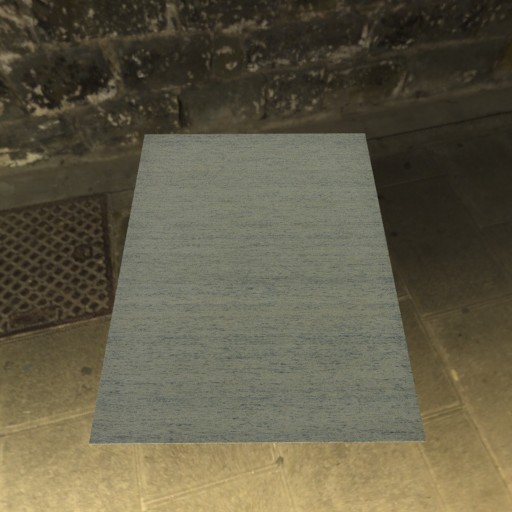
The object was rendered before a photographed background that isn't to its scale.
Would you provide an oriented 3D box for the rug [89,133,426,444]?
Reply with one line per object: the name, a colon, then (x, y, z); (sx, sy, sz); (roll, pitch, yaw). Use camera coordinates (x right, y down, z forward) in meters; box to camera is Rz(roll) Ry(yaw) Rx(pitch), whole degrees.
rug: (0.000, 0.000, 4.061); (2.438, 0.006, 3.197); (0, 58, 0)
